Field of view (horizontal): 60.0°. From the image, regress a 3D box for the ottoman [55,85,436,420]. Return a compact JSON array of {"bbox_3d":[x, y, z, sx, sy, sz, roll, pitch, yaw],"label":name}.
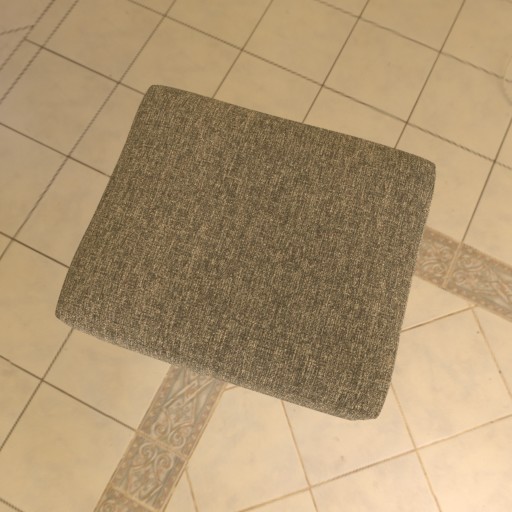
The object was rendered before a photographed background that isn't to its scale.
[{"bbox_3d":[0.000,0.000,1.215,0.828,0.480,0.683,17,76,4],"label":"ottoman"}]
